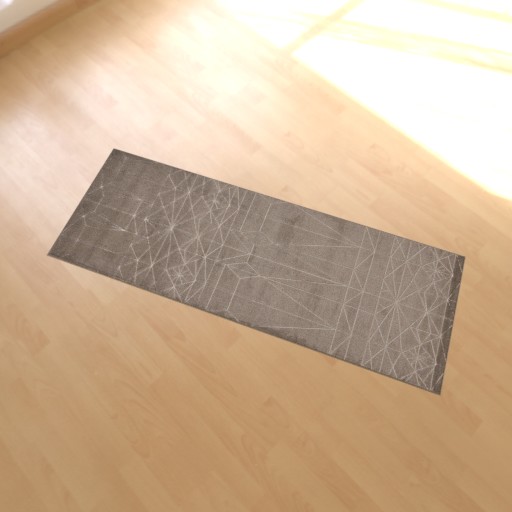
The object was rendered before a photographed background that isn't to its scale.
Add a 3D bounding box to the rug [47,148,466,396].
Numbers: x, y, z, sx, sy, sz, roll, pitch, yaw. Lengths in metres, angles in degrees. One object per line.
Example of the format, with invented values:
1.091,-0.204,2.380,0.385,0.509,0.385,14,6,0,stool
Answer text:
0.000,0.000,2.685,2.388,0.012,0.864,18,66,8,rug
